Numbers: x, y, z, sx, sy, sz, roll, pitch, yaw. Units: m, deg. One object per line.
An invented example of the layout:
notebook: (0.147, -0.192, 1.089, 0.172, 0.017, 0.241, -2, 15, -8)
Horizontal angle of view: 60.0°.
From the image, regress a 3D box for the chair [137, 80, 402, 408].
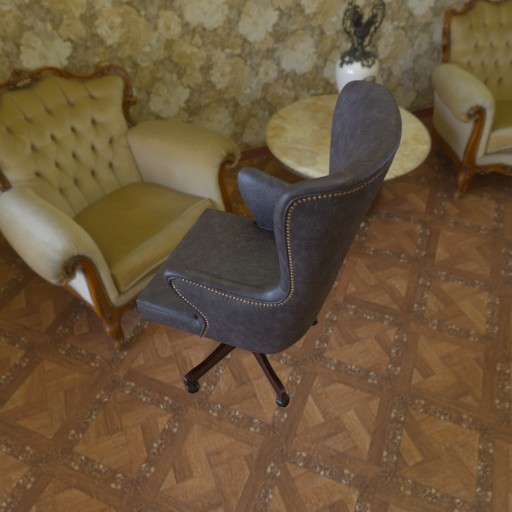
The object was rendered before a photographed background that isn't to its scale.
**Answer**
chair: (0.000, 0.000, 1.463, 0.717, 1.037, 0.594, 15, 46, 15)
